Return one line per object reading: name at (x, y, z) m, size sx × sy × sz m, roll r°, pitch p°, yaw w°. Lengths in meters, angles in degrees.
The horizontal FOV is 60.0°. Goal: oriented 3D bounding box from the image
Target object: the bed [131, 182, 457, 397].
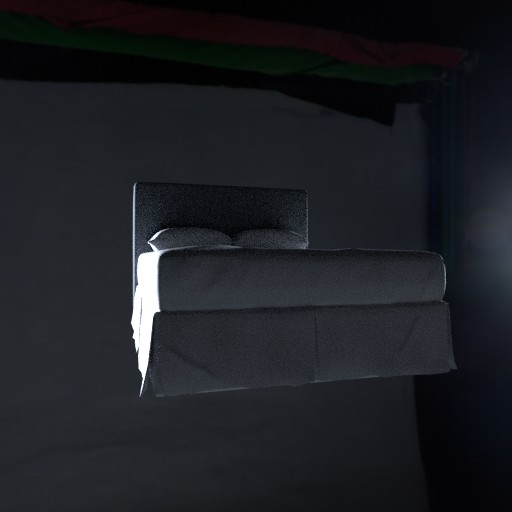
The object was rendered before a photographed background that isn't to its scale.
bed at (0.000, 0.000, 3.199) m, size 1.713 × 1.330 × 2.142 m, roll 0°, pitch 0°, yaw -17°
